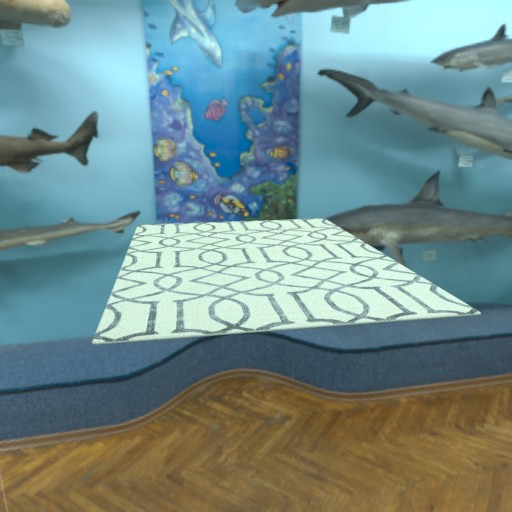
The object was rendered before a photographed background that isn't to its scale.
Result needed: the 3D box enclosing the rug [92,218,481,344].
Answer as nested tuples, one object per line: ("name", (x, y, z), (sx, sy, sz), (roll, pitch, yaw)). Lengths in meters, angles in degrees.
("rug", (0.000, 0.000, 3.817), (2.211, 0.021, 2.910), (-3, 16, -10))
